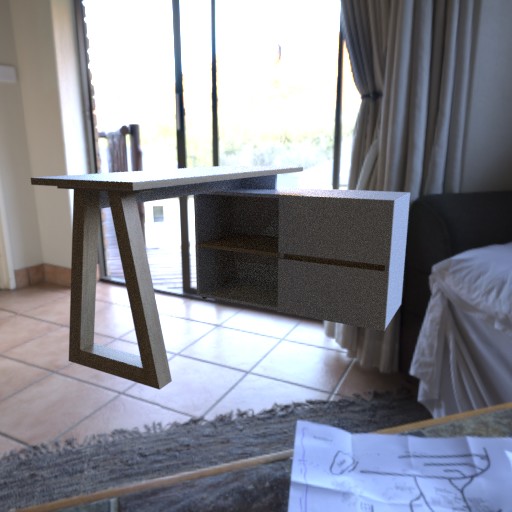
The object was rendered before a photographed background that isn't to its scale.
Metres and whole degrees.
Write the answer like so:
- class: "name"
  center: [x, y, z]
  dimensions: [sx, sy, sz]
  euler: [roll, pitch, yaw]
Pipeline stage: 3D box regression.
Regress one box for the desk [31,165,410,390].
- class: "desk"
  center: [0.000, 0.000, 2.040]
  dimensions: [1.098, 0.755, 1.404]
  euler: [7, 15, 27]
